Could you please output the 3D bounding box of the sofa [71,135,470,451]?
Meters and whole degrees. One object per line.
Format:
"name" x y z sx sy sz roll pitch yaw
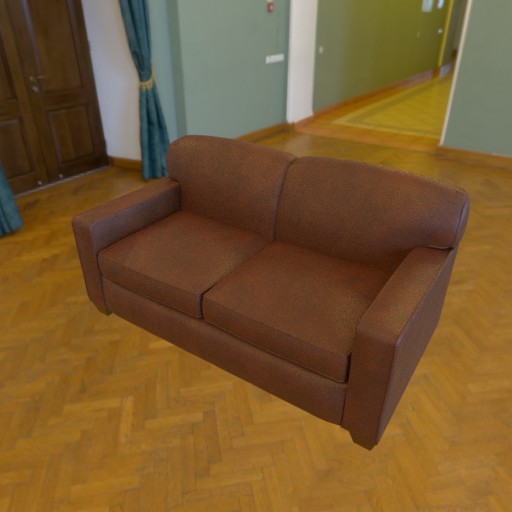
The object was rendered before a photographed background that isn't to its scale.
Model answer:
"sofa" 0.000 0.000 2.393 1.856 0.966 1.000 19 35 29
